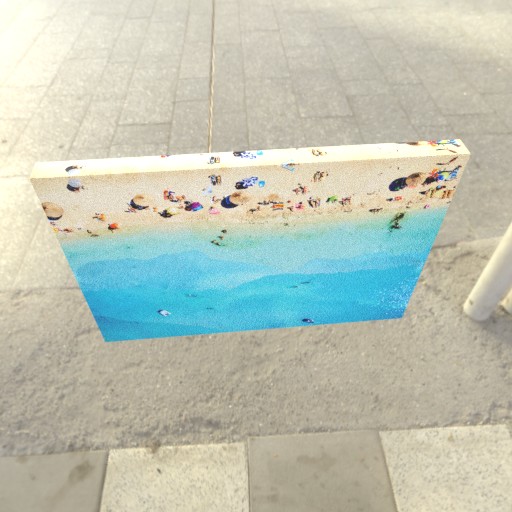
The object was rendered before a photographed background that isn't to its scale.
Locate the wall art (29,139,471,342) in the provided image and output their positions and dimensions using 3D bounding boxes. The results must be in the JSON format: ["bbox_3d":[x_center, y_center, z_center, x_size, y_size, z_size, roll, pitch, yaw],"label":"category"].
[{"bbox_3d":[0.000,0.000,1.129,0.894,0.595,0.057,-4,47,-4],"label":"wall art"}]
